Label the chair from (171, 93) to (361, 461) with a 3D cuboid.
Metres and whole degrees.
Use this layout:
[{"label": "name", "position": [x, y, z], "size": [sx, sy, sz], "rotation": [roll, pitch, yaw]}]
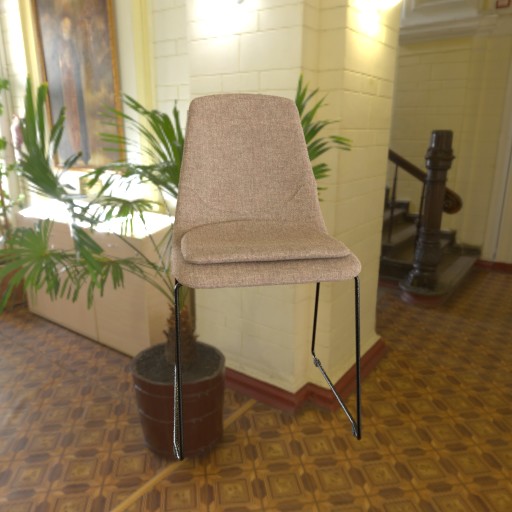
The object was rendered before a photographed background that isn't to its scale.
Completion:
[{"label": "chair", "position": [0.000, 0.000, 1.190], "size": [0.479, 0.858, 0.518], "rotation": [-3, 16, -9]}]
